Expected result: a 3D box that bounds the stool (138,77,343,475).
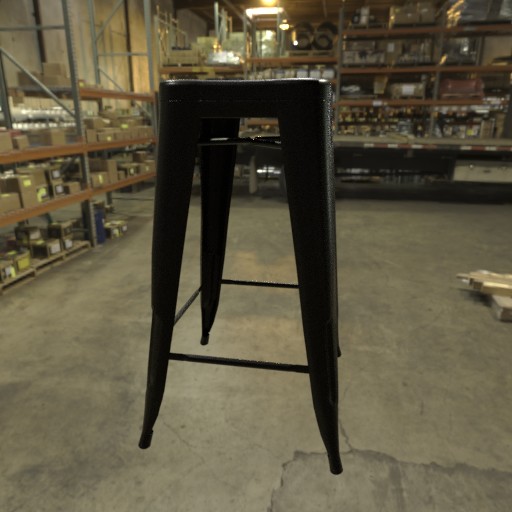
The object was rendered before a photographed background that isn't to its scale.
[{"bbox_3d":[0.000,0.000,0.842,0.359,0.609,0.399,3,18,9],"label":"stool"}]
